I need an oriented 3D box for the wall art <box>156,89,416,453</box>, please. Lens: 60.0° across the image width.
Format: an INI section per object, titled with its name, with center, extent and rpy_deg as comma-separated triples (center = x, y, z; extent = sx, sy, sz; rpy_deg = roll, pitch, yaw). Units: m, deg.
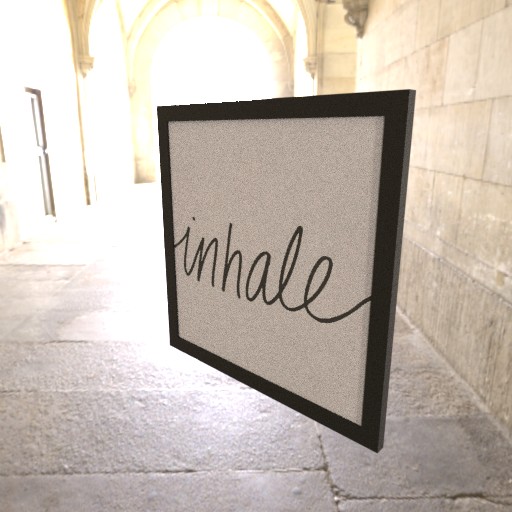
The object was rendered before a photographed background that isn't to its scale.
[wall art]
center = 0.000, 0.000, 0.533
extent = 0.356, 0.356, 0.013
rpy_deg = 14, 21, 41
